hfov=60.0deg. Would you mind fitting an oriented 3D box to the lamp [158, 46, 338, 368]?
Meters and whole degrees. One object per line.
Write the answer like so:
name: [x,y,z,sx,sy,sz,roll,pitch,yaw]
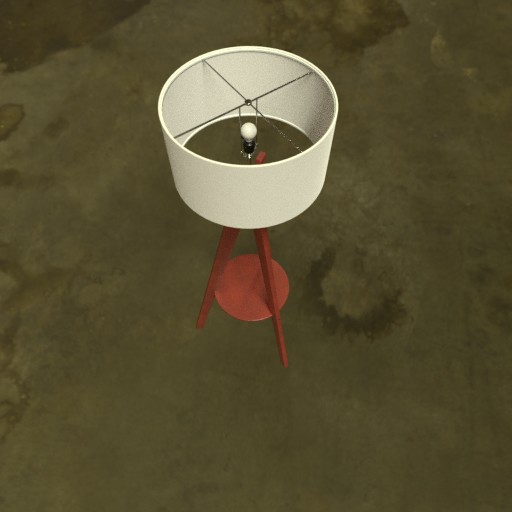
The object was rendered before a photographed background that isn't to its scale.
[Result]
lamp: [0.000,0.000,1.778,0.539,1.472,0.542,-31,63,-18]
